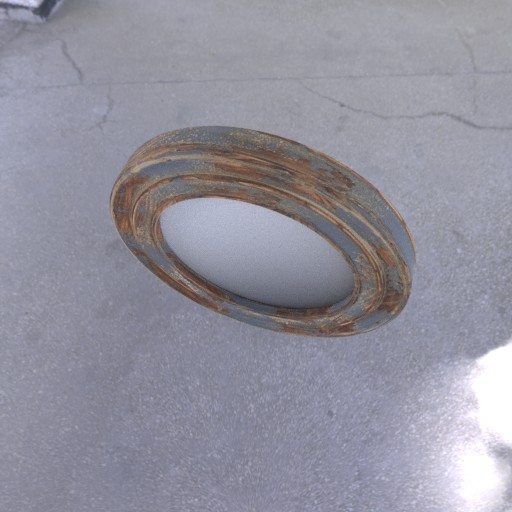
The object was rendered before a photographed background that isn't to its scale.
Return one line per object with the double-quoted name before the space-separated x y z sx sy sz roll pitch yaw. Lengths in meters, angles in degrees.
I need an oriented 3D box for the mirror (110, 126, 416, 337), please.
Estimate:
"mirror" 0.000 0.000 0.865 0.585 0.585 0.061 15 60 9
